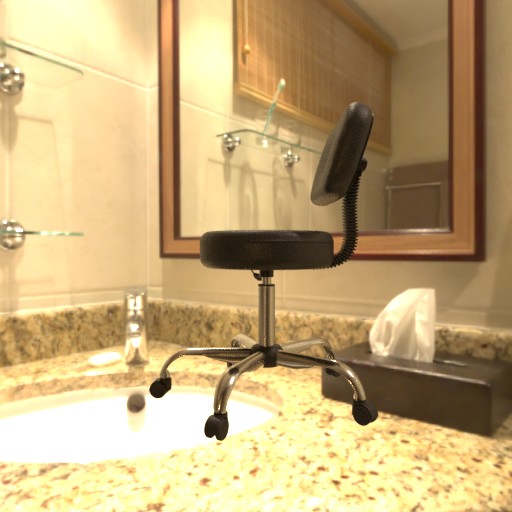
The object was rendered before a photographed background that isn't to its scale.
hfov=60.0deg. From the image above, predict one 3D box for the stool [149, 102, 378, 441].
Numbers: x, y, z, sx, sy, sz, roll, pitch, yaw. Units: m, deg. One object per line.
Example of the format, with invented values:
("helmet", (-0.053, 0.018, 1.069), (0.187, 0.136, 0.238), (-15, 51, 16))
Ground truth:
("stool", (0.000, 0.000, 1.355), (0.648, 0.862, 0.673), (0, 1, 0))
